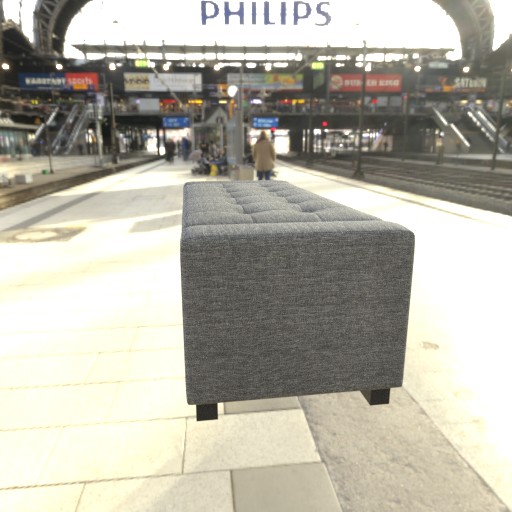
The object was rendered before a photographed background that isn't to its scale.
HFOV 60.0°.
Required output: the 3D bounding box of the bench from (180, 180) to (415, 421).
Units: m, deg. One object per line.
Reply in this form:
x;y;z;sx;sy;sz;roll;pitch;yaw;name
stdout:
0.000;0.000;1.576;0.508;0.445;1.296;-2;14;-8;bench
